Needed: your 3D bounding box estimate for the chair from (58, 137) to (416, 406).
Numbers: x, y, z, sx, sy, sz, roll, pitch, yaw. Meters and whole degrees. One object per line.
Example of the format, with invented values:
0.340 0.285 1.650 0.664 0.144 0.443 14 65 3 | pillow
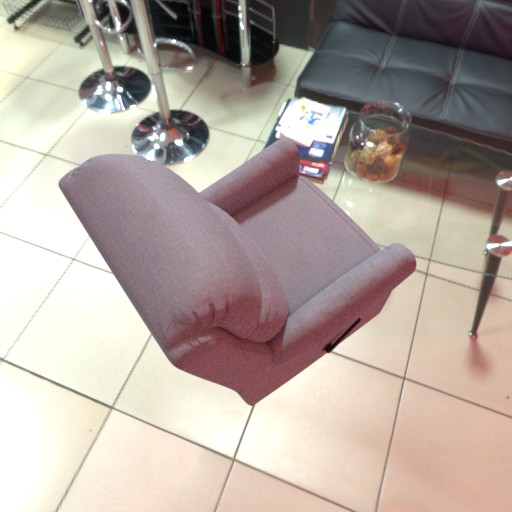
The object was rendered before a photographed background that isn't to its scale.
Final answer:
0.000 0.000 1.747 1.014 1.054 0.838 -31 63 -18 | chair
